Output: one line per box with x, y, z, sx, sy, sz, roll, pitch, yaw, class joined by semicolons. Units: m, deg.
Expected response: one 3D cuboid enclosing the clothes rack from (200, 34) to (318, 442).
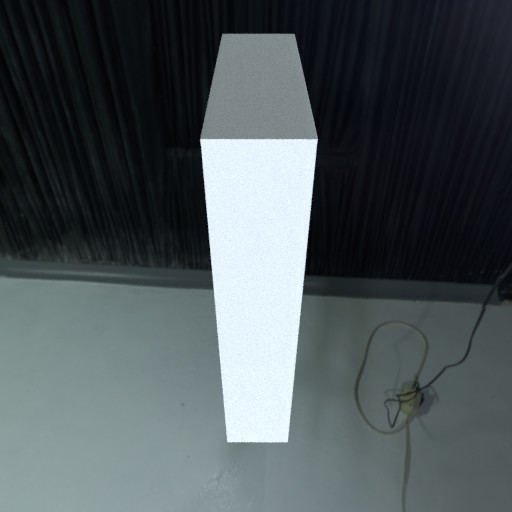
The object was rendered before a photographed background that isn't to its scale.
0.000;0.000;1.594;0.250;1.280;0.750;0;41;0;clothes rack
